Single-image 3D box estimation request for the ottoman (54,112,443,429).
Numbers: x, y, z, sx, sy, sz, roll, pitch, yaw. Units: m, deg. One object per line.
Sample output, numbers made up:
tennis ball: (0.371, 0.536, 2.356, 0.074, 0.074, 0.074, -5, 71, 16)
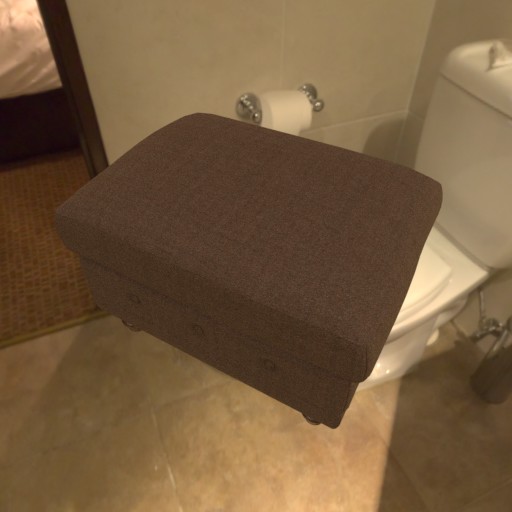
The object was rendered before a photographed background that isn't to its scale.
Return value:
ottoman: (0.000, 0.000, 1.218, 0.809, 0.555, 0.599, 22, 48, 21)
